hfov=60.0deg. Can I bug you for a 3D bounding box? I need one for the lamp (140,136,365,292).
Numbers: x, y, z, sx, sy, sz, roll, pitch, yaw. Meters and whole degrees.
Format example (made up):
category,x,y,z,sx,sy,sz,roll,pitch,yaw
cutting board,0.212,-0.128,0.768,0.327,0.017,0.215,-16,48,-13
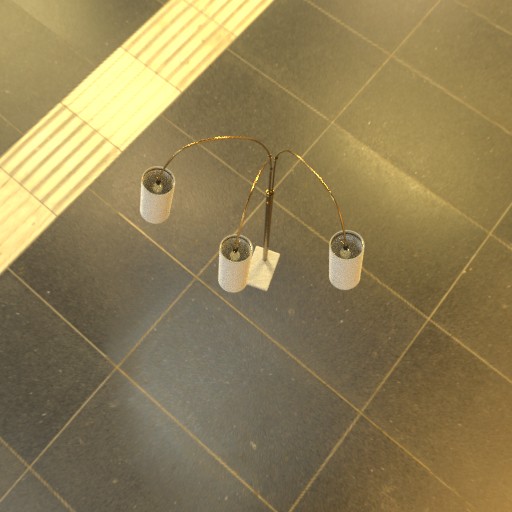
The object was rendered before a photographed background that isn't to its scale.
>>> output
category,x,y,z,sx,sy,sz,roll,pitch,yaw
lamp,0.000,0.000,2.555,1.020,2.055,0.667,19,76,5
